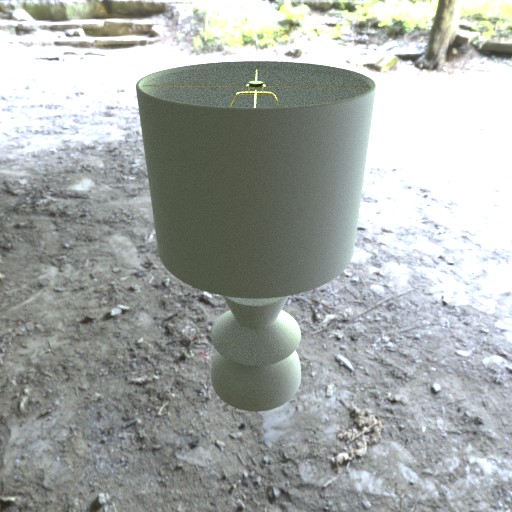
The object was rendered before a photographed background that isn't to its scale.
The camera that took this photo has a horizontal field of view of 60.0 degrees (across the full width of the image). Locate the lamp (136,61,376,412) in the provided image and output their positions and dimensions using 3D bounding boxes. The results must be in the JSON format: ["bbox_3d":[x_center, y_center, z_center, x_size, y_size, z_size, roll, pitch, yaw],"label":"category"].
[{"bbox_3d":[0.000,0.000,0.708,0.301,0.533,0.301,0,32,1],"label":"lamp"}]
